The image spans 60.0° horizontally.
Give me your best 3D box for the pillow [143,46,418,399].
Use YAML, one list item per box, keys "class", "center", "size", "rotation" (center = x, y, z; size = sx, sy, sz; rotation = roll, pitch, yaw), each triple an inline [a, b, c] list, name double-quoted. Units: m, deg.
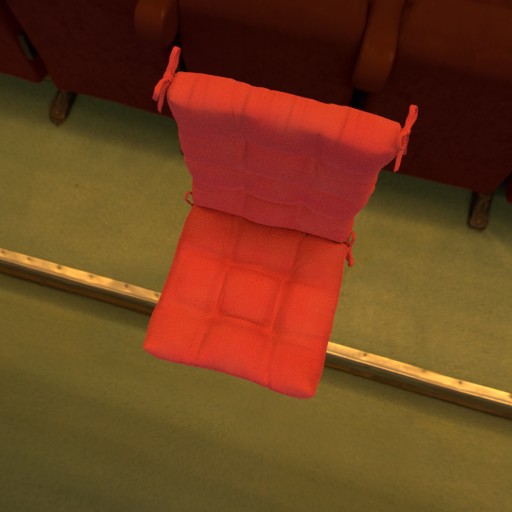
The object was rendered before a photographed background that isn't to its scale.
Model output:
- class: "pillow"
  center: [0.000, 0.000, 1.027]
  size: [0.519, 0.605, 0.571]
  rotation: [15, 75, 4]
